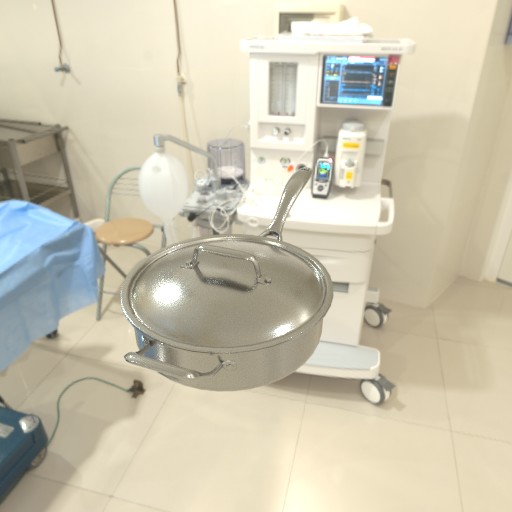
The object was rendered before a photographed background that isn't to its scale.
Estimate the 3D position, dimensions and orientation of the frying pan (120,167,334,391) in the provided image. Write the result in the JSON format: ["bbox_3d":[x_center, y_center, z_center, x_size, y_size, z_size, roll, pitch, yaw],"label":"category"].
[{"bbox_3d":[0.000,0.000,0.599,0.245,0.111,0.492,11,31,19],"label":"frying pan"}]
